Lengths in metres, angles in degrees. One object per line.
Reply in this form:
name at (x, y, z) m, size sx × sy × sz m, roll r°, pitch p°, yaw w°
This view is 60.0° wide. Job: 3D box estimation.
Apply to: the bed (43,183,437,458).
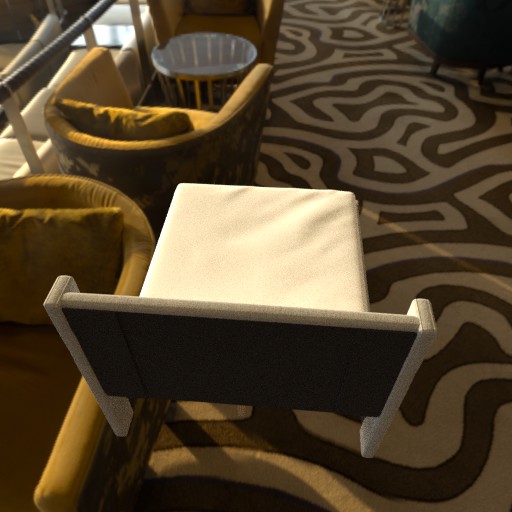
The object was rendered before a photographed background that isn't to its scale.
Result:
bed at (0.000, 0.000, 3.265) m, size 1.774 × 1.491 × 2.222 m, roll 3°, pitch 46°, yaw 3°
